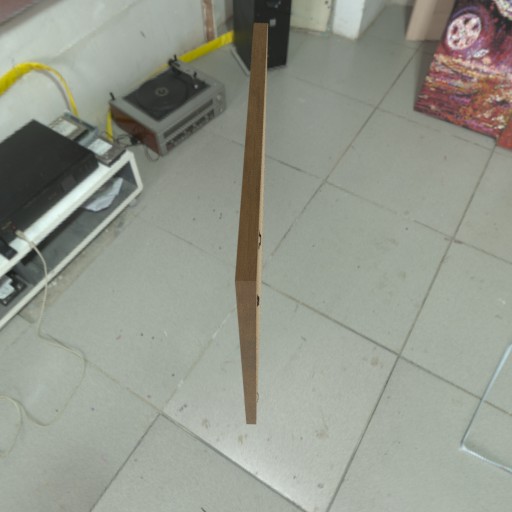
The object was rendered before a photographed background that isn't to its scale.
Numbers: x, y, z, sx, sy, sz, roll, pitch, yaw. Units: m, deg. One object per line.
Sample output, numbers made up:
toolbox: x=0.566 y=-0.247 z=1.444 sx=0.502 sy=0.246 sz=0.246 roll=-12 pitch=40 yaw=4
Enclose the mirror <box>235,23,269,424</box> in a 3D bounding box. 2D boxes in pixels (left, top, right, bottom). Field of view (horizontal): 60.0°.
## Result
mirror: x=0.000 y=0.000 z=1.352 sx=0.040 sy=1.016 sz=0.762 roll=2 pitch=57 yaw=1
